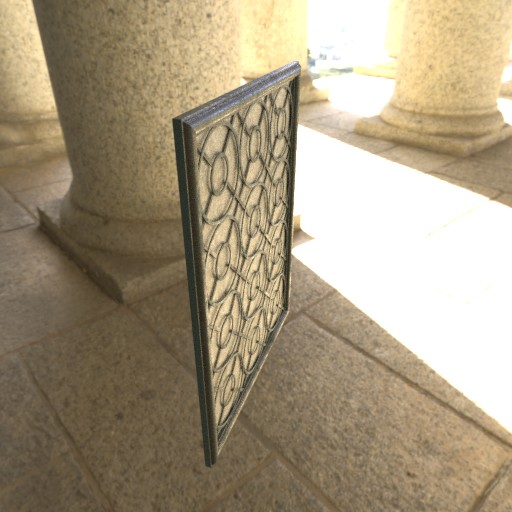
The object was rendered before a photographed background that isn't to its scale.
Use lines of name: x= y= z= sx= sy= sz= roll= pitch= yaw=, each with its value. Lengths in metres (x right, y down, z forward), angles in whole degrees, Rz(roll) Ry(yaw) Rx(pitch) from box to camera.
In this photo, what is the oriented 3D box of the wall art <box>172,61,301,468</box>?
wall art: x=0.000 y=0.000 z=1.326 sx=0.030 sy=0.983 sz=0.767 roll=11 pitch=33 yaw=17
